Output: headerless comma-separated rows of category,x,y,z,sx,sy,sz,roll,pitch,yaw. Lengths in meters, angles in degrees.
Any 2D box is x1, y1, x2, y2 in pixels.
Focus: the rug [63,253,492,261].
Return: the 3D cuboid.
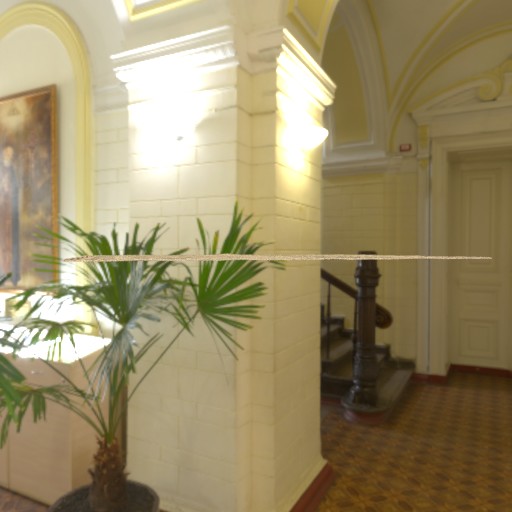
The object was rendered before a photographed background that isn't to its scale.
rug,0.000,0.000,3.292,2.455,0.025,1.964,0,1,-17
